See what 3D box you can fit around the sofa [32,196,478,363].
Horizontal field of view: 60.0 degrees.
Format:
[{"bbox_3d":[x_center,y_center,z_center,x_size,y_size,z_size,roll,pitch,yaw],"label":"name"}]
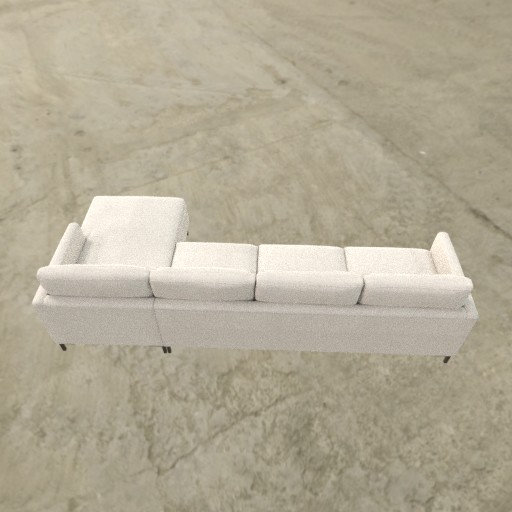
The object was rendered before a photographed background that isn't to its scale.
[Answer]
[{"bbox_3d":[0.000,0.000,2.865,2.445,0.677,1.126,2,47,2],"label":"sofa"}]
